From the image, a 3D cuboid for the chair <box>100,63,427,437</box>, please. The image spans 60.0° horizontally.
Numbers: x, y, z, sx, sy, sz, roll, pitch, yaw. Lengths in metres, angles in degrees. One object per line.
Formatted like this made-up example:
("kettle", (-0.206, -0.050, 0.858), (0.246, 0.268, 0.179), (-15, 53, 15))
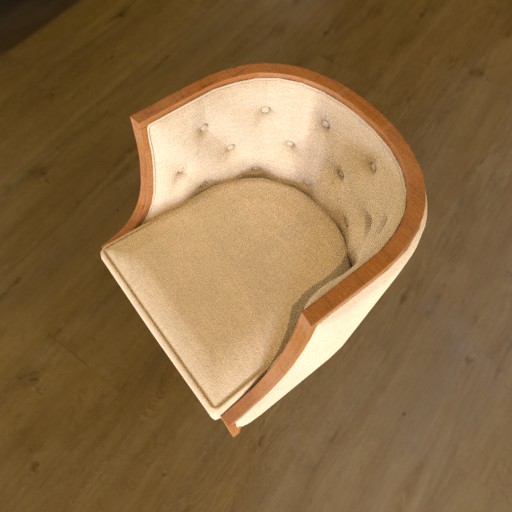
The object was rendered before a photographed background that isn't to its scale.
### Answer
("chair", (0.000, 0.000, 1.350), (0.757, 0.775, 0.711), (-35, 68, -16))
